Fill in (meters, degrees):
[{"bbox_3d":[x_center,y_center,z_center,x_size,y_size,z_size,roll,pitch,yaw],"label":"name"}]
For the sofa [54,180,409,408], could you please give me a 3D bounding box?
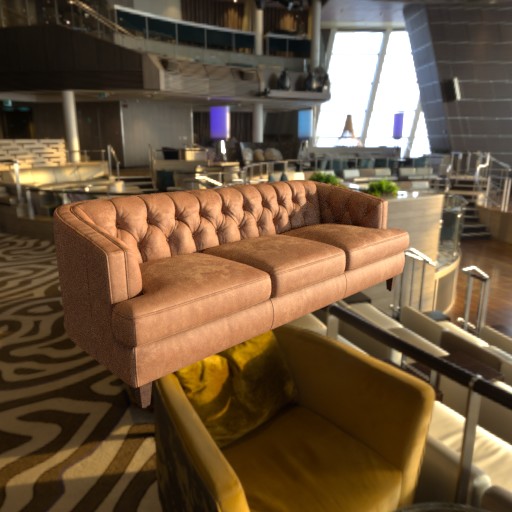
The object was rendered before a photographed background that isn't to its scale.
[{"bbox_3d":[0.000,0.000,2.734,0.922,0.791,2.257,14,20,43],"label":"sofa"}]
